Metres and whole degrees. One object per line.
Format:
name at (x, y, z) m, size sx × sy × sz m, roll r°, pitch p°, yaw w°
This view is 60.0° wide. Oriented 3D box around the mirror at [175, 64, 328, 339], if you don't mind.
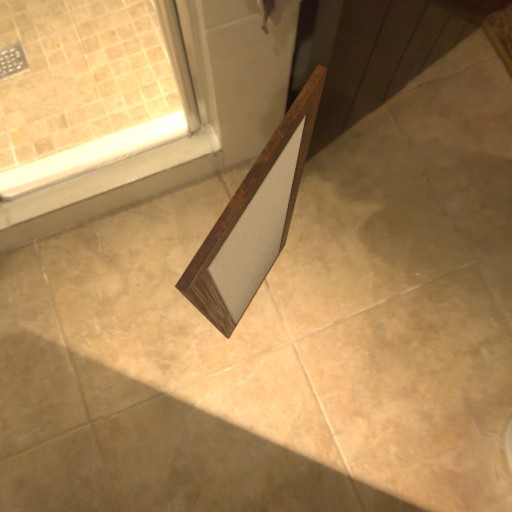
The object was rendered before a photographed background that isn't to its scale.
mirror at (0.000, 0.000, 2.271) m, size 0.032 × 2.031 × 0.812 m, roll 30°, pitch 78°, yaw 7°
